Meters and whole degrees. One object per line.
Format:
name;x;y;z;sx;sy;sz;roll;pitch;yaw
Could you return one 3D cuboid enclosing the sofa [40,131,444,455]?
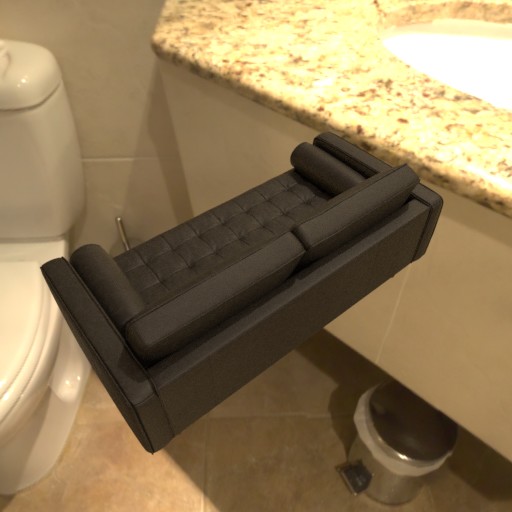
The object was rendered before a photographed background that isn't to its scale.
sofa;0.000;0.000;2.315;1.879;0.770;0.921;-30;53;-26
